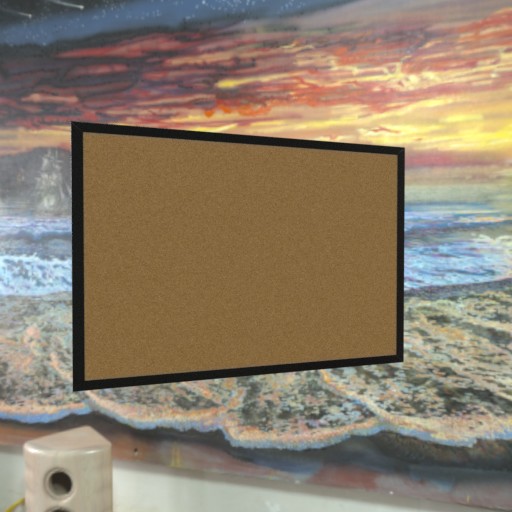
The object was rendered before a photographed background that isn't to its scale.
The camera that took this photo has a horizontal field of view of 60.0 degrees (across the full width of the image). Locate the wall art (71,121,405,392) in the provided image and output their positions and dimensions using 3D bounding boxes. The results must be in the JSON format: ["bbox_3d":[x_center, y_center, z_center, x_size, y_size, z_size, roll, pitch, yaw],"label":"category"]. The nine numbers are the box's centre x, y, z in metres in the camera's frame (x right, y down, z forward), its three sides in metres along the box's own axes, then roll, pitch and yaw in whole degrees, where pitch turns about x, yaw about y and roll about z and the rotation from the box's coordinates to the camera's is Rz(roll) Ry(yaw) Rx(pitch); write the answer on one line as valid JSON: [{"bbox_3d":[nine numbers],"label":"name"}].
[{"bbox_3d":[0.000,0.000,0.572,0.440,0.306,0.013,0,1,-17],"label":"wall art"}]
